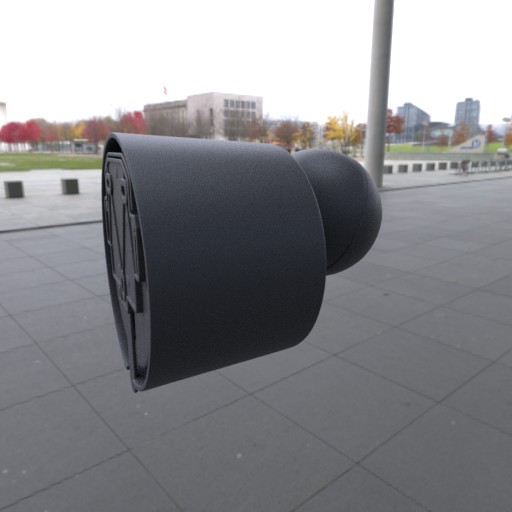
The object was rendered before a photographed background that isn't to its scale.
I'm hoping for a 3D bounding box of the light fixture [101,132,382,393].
[{"bbox_3d":[0.000,0.000,0.270,0.160,0.143,0.134,-7,15,-25],"label":"light fixture"}]
